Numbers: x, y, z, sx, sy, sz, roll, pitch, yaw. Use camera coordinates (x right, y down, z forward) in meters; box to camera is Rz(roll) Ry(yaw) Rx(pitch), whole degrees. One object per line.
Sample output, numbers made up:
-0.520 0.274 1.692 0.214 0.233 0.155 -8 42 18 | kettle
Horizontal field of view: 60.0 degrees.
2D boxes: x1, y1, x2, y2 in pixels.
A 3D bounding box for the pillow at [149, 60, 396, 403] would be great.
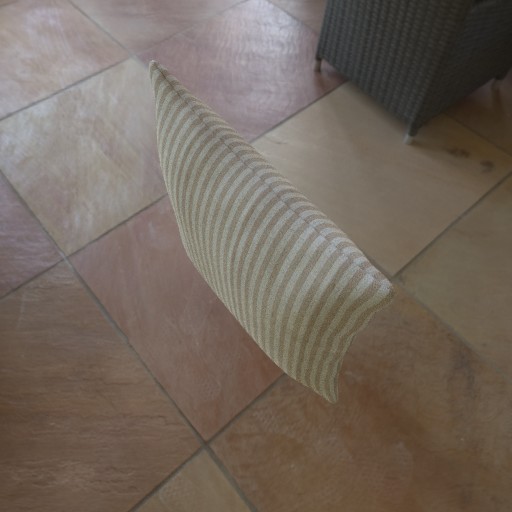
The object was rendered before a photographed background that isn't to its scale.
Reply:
0.000 0.000 0.804 0.166 0.510 0.523 -34 65 -18 | pillow
